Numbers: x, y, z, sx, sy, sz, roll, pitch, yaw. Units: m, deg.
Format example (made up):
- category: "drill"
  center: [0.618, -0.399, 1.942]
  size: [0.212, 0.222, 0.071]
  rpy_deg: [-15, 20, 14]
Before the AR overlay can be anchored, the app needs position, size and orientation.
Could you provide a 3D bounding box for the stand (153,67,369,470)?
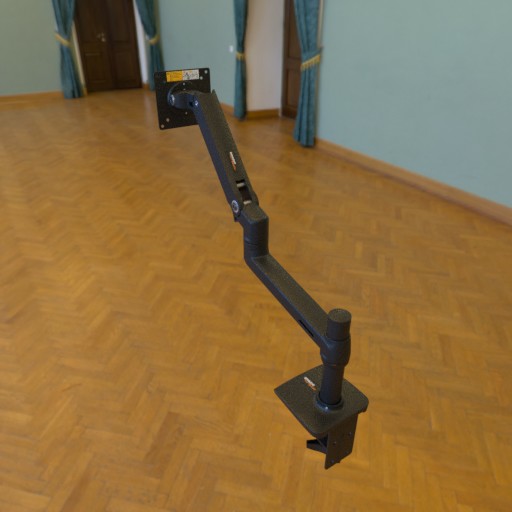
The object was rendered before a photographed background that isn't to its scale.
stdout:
- category: "stand"
  center: [0.000, 0.000, 1.002]
  size: [0.152, 0.713, 0.650]
  rpy_deg: [-18, 35, -28]
